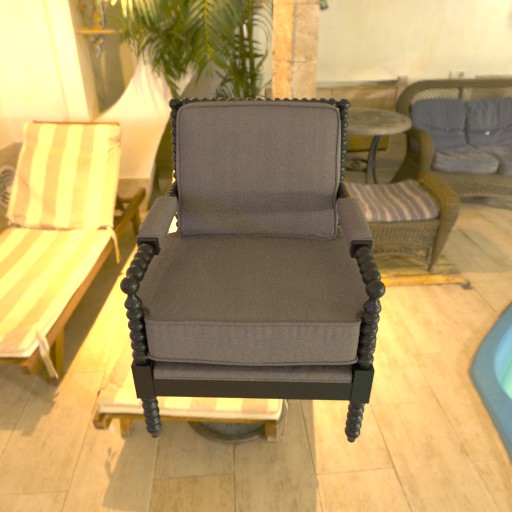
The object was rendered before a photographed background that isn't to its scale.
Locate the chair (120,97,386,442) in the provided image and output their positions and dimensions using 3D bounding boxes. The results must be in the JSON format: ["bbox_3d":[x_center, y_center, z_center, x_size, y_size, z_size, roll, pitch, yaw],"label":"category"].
[{"bbox_3d":[0.000,0.000,1.114,0.540,0.661,0.622,1,30,1],"label":"chair"}]
